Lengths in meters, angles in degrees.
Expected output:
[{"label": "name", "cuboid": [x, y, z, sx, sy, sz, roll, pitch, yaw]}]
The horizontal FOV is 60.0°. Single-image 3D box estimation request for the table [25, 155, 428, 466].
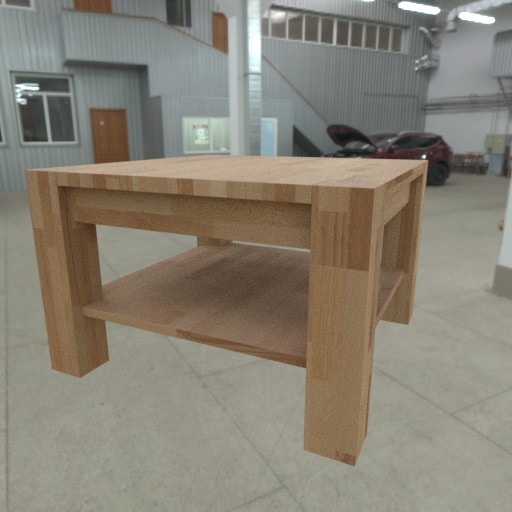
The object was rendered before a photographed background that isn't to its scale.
[{"label": "table", "cuboid": [0.000, 0.000, 1.110, 0.700, 0.451, 0.700, 7, 17, 25]}]
